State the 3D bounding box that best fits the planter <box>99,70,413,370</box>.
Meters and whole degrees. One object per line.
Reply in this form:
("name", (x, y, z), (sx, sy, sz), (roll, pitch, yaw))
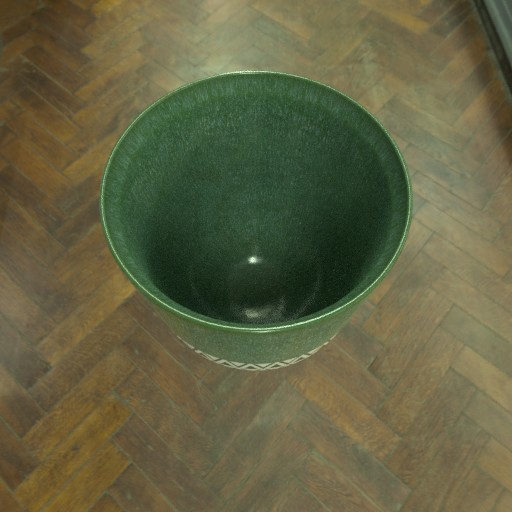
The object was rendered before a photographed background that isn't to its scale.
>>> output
("planter", (0.000, 0.000, 0.373), (0.195, 0.214, 0.195), (0, 64, 0))
